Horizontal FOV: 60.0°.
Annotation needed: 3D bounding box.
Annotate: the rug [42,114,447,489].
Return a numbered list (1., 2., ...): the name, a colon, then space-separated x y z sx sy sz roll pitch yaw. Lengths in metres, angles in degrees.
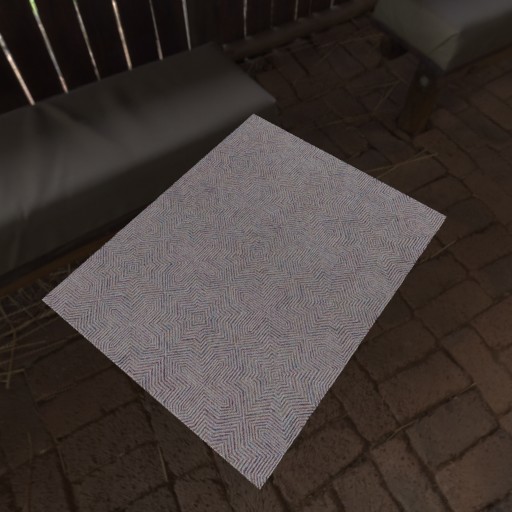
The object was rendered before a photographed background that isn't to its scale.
1. rug: 0.000 0.000 4.169 2.442 0.008 3.046 33 64 19
